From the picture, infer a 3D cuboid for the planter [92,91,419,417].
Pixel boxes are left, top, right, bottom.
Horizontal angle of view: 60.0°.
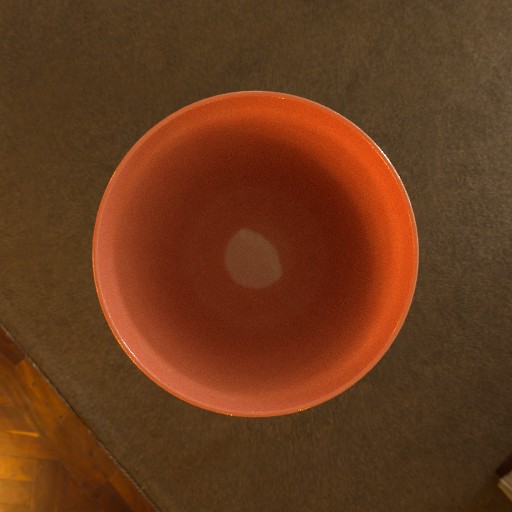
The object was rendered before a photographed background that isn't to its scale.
[{"bbox_3d":[0.000,0.000,0.370,0.195,0.214,0.195,0,89,0],"label":"planter"}]
